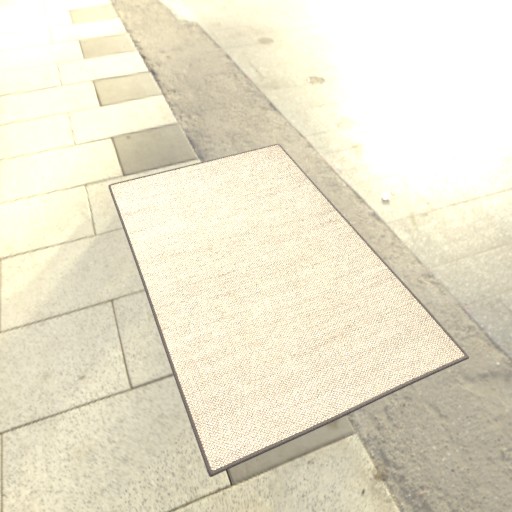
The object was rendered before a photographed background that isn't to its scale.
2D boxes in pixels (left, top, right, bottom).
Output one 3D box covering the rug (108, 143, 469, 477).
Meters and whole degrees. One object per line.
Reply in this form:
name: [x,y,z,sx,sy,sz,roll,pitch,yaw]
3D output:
rug: [0.000,0.000,2.088,1.067,0.013,1.676,-18,48,-16]
